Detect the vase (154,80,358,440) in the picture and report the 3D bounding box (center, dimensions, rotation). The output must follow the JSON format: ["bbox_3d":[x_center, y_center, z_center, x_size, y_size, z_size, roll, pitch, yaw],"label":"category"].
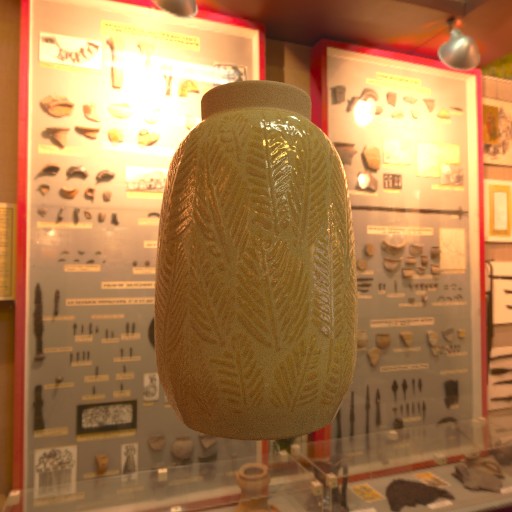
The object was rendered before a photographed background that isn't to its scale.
[{"bbox_3d":[0.000,0.000,0.386,0.172,0.270,0.172,0,-2,0],"label":"vase"}]
